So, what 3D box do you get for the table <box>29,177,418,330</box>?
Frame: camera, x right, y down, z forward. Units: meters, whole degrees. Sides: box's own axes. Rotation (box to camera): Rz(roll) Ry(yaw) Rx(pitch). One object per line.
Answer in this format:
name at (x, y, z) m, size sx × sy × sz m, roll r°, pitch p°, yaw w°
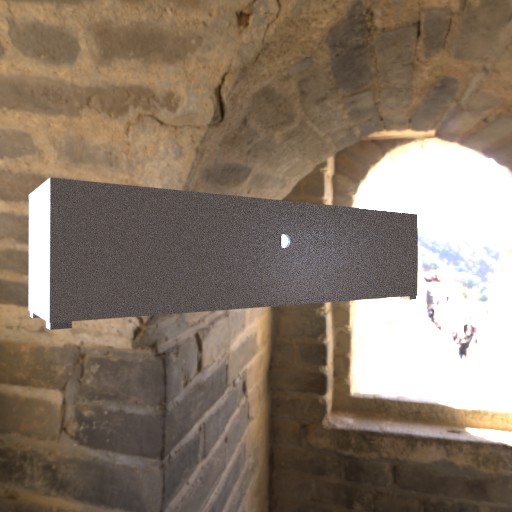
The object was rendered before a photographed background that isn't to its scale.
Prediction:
table at (0.000, 0.000, 1.848) m, size 1.650 × 0.420 × 0.390 m, roll 0°, pitch -1°, yaw -35°
